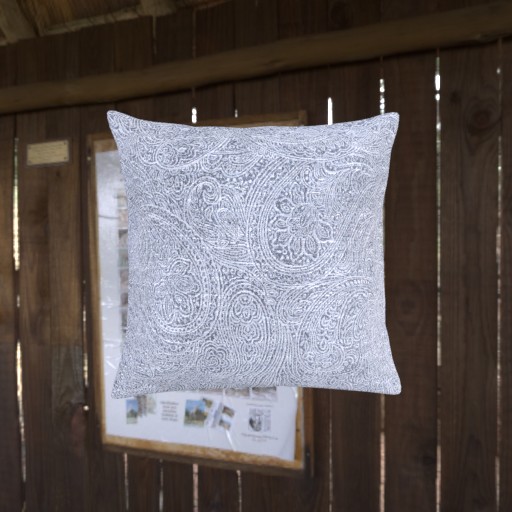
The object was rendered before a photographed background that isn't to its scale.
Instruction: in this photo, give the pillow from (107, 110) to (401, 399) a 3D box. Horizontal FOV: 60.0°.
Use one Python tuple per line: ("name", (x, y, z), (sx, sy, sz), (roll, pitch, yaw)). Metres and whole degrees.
("pillow", (0.000, 0.000, 0.791), (0.523, 0.510, 0.166), (0, 1, -1))
